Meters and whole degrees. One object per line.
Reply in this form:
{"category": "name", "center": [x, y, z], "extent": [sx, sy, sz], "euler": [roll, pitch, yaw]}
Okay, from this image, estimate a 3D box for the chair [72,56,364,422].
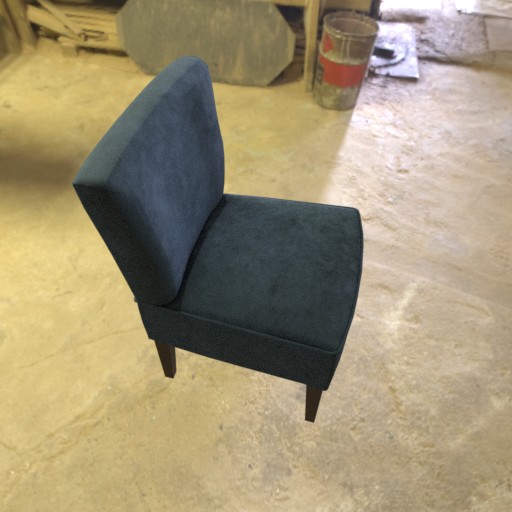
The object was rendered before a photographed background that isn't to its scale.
{"category": "chair", "center": [0.000, 0.000, 1.170], "extent": [0.551, 0.806, 0.521], "euler": [10, 48, 9]}
